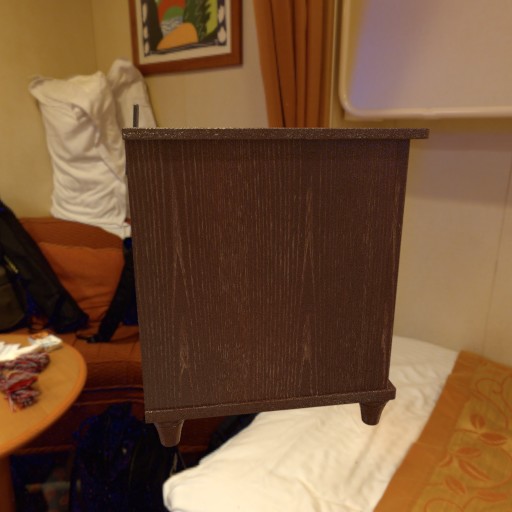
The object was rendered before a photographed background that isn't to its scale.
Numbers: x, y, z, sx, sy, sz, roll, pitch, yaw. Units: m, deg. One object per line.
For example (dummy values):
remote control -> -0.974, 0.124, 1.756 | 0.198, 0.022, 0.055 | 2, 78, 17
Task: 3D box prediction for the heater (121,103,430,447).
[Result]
heater -> 0.000, 0.000, 0.745 | 0.400, 0.481, 0.362 | -2, 16, -9
